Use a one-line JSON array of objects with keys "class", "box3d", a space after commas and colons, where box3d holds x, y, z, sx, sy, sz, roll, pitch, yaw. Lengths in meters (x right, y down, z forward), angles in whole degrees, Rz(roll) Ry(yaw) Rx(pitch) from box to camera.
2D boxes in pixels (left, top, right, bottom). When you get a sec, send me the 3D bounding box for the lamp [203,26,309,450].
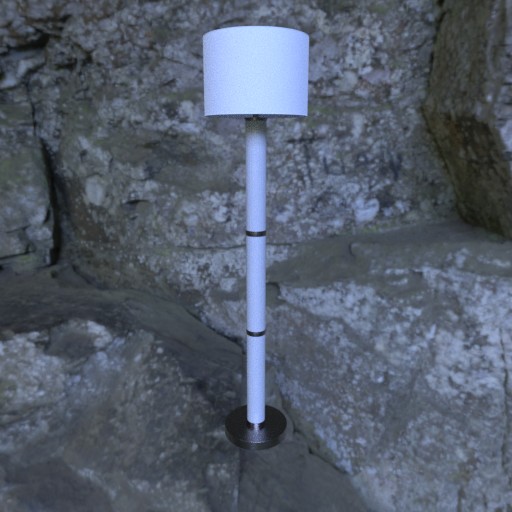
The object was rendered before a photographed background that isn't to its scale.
[{"class": "lamp", "box3d": [0.000, 0.000, 1.770, 0.377, 1.599, 0.377, 8, 17, 27]}]
